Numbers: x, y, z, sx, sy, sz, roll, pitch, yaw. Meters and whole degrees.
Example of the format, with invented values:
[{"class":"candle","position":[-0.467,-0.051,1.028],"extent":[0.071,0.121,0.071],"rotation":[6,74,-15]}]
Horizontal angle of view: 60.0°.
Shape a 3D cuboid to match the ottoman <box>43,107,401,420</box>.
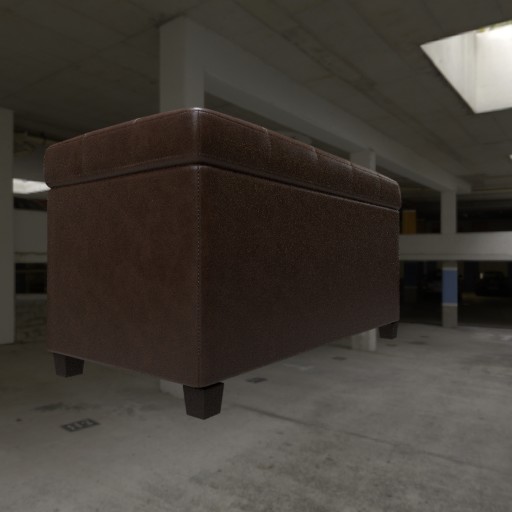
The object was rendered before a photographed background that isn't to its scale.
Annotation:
[{"class":"ottoman","position":[0.000,0.000,1.072],"extent":[0.432,0.470,0.838],"rotation":[0,0,37]}]
